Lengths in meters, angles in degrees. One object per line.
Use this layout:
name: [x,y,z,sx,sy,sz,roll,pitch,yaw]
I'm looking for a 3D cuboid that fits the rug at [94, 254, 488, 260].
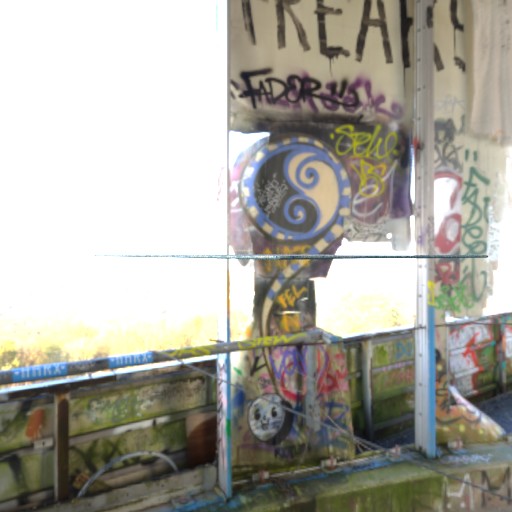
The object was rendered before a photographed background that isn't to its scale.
rug: [0.000,0.000,3.078,1.524,0.015,2.438,0,0,-35]
